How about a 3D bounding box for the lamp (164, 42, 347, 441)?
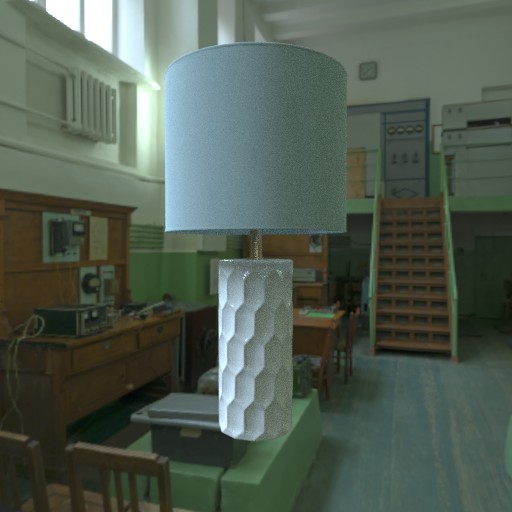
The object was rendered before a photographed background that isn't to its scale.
[{"bbox_3d":[0.000,0.000,0.690,0.277,0.534,0.277,0,1,17],"label":"lamp"}]
